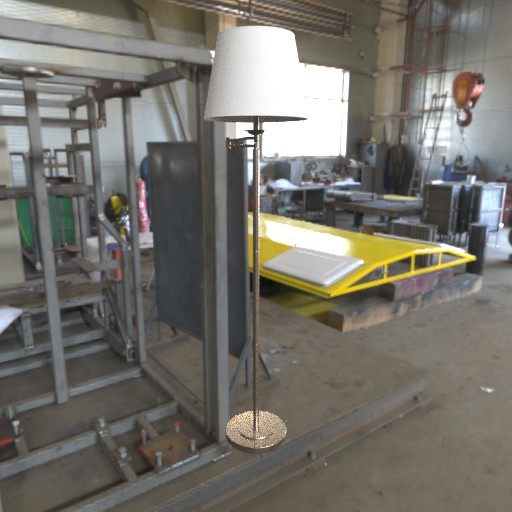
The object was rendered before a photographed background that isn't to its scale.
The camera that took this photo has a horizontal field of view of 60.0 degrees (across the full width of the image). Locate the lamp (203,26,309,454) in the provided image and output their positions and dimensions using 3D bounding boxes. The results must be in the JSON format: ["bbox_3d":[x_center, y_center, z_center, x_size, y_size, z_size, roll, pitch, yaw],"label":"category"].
[{"bbox_3d":[0.000,0.000,1.617,0.355,1.473,0.355,0,13,0],"label":"lamp"}]
